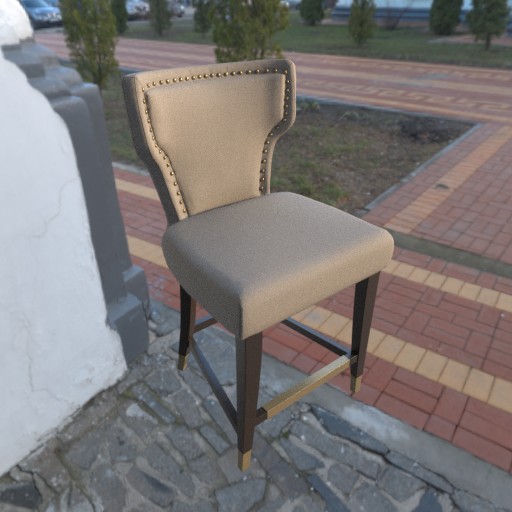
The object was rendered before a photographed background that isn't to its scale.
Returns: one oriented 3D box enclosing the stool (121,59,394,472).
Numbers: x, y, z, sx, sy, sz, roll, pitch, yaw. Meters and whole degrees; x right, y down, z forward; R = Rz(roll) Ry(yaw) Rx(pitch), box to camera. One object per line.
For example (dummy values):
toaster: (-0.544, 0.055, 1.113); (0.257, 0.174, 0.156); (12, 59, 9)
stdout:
stool: (0.000, 0.000, 1.275); (0.527, 0.982, 0.563); (-21, 37, -32)
